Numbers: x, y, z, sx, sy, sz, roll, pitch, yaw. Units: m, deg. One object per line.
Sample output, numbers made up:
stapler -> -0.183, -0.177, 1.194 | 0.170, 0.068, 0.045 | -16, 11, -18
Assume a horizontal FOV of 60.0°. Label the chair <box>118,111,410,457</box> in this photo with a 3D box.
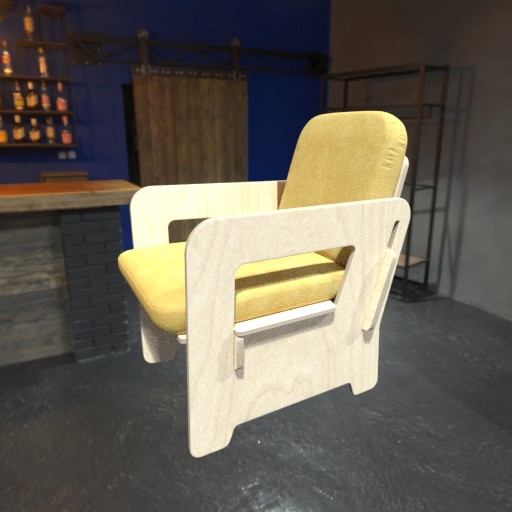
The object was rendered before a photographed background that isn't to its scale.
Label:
chair -> 0.000, 0.000, 1.278 | 0.710, 0.800, 0.590 | -8, 17, -25
